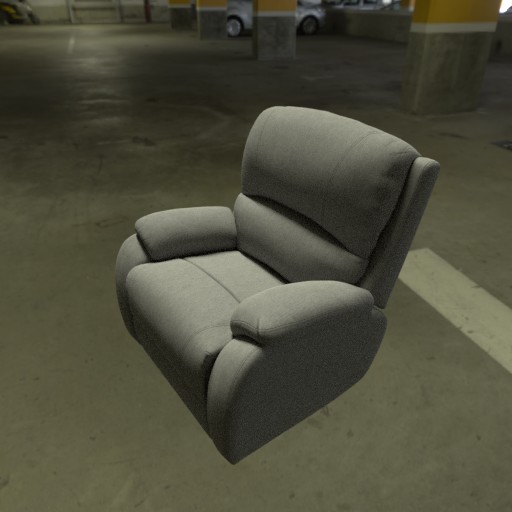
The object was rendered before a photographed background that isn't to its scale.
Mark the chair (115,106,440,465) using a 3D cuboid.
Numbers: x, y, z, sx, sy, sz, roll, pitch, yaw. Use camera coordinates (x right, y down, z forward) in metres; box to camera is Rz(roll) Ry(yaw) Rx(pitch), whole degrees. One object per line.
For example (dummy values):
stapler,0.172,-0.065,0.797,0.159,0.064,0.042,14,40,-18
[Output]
chair,0.000,0.000,1.728,0.899,1.011,0.930,-20,36,-31
